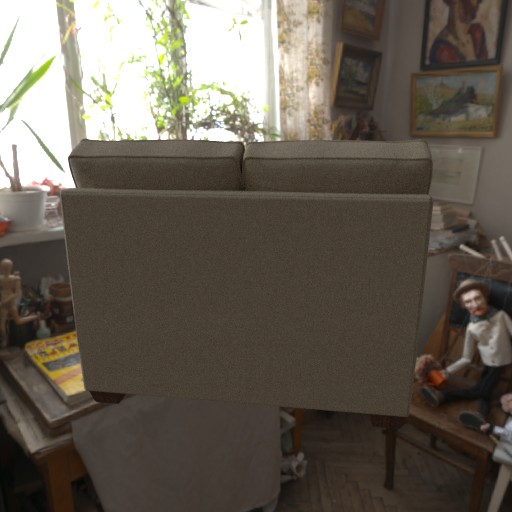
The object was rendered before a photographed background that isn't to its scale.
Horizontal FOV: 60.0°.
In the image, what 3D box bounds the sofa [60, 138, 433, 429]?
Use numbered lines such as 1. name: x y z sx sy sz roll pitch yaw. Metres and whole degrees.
1. sofa: 0.000 0.000 1.956 1.237 1.008 0.951 2 16 8
